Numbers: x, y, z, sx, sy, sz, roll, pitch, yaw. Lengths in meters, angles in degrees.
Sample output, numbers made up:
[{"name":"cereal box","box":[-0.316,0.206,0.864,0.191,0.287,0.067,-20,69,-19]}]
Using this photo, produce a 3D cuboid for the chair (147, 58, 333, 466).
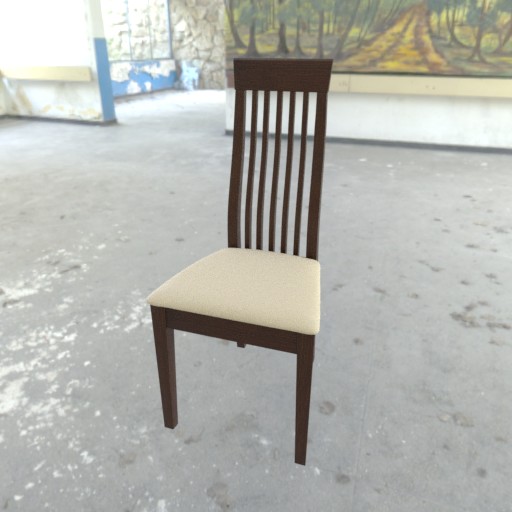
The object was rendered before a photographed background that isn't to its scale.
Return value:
[{"name":"chair","box":[0.000,0.000,1.274,0.460,1.027,0.474,8,27,17]}]
